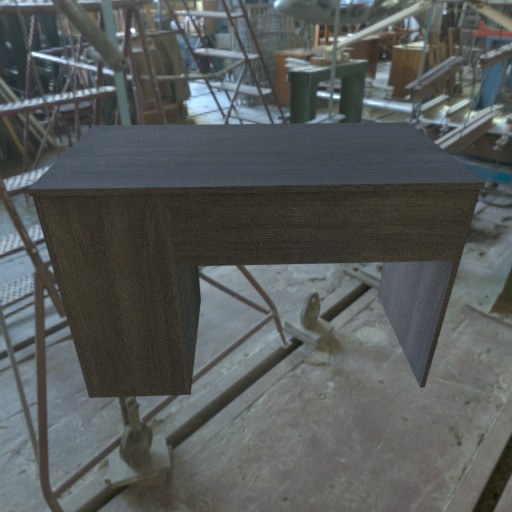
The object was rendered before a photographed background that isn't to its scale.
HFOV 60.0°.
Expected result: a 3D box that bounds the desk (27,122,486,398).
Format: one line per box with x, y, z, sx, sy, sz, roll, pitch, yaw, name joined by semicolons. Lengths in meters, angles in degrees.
0.000;0.000;1.484;1.096;0.730;0.560;-1;31;-2;desk
